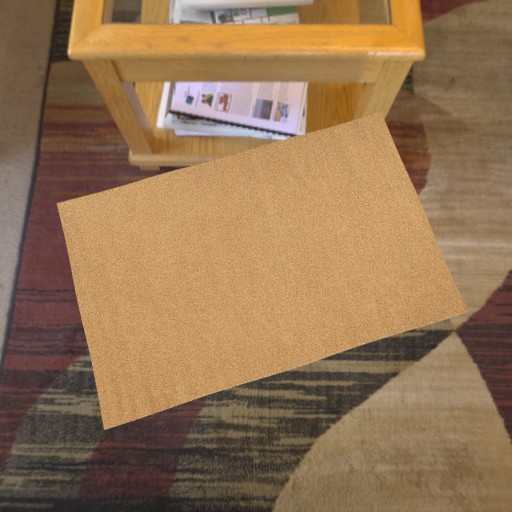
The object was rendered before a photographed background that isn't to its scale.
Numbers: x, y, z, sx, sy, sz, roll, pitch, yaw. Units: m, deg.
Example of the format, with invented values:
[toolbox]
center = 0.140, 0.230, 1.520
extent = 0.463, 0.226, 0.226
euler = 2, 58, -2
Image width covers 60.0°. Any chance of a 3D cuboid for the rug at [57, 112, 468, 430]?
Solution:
[rug]
center = 0.000, 0.000, 2.903
extent = 2.346, 0.025, 1.500
euler = -17, 76, -4
